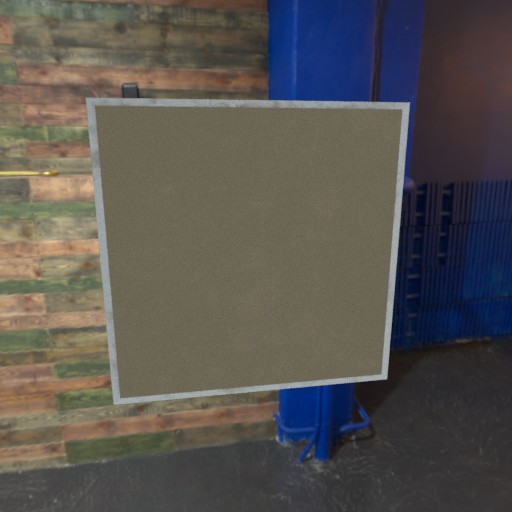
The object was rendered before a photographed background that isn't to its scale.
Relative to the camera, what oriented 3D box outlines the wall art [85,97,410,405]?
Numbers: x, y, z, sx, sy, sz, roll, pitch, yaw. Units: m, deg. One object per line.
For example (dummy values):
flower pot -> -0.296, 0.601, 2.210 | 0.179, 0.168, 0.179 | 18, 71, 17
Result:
wall art -> 0.000, 0.000, 0.763 | 0.508, 0.506, 0.029 | -2, 15, -9
